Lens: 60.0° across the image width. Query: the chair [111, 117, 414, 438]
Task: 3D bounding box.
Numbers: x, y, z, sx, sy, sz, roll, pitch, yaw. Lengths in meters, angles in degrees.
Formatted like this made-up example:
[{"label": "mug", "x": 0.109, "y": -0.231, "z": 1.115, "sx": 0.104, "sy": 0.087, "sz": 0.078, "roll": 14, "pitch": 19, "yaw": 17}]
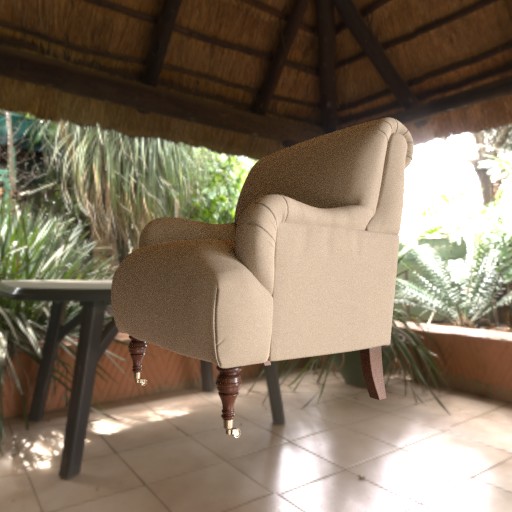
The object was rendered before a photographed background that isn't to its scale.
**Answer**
[{"label": "chair", "x": 0.000, "y": 0.000, "z": 1.557, "sx": 0.842, "sy": 0.942, "sz": 0.766, "roll": 1, "pitch": -2, "yaw": -36}]
